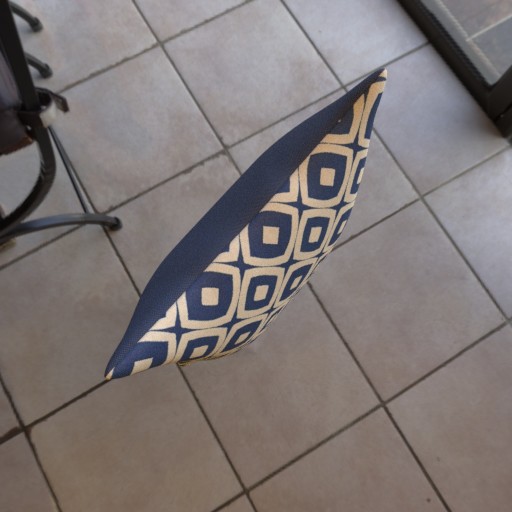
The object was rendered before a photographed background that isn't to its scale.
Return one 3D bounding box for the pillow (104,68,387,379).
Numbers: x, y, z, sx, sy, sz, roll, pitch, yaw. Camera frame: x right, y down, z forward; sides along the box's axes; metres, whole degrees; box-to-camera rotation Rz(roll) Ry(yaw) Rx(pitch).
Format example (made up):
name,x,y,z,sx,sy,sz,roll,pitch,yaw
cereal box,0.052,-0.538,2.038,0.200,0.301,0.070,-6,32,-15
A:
name,x,y,z,sx,sy,sz,roll,pitch,yaw
pillow,0.000,0.000,0.762,0.188,0.494,0.504,40,81,8
